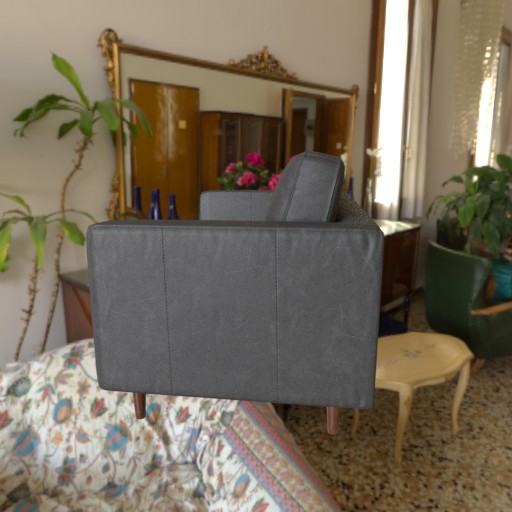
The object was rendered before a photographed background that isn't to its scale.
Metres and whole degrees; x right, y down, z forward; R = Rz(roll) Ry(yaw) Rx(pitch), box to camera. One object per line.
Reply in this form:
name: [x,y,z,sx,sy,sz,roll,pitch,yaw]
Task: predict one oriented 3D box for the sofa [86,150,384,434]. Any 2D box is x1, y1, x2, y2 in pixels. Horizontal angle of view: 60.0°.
sofa: [0.000,0.000,1.967,0.879,0.899,1.430,2,12,7]
